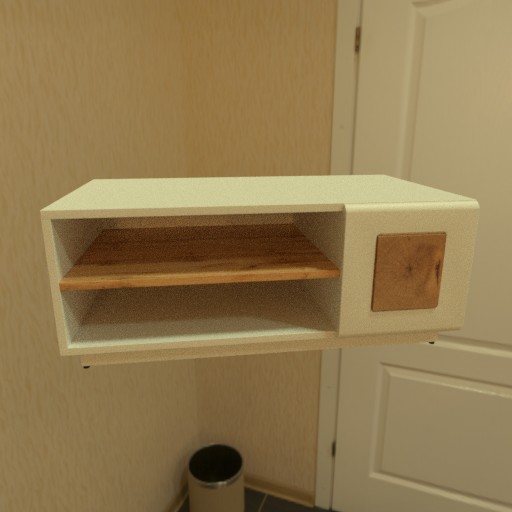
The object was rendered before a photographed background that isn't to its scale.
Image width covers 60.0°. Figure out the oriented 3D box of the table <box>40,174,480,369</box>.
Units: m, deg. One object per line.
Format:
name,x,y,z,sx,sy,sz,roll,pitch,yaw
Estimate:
table,0.000,0.000,1.443,1.097,0.442,0.639,-2,17,-8
